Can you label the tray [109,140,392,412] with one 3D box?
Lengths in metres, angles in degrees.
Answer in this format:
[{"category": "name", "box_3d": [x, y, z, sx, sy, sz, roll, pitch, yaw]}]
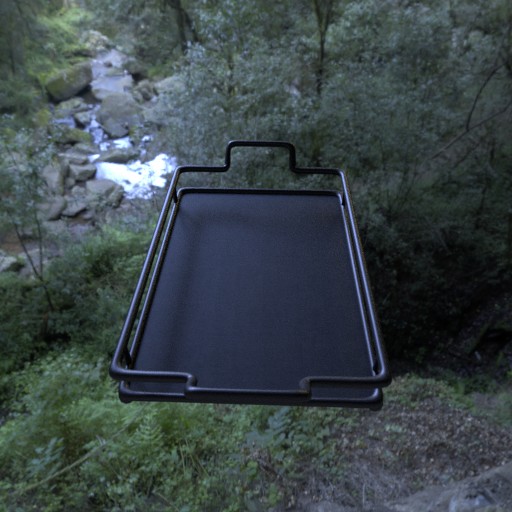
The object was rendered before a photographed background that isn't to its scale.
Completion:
[{"category": "tray", "box_3d": [0.000, 0.000, 0.618, 0.297, 0.101, 0.495, 1, 42, 1]}]
